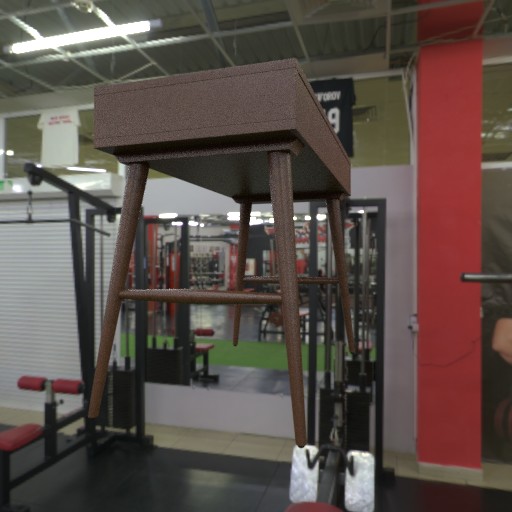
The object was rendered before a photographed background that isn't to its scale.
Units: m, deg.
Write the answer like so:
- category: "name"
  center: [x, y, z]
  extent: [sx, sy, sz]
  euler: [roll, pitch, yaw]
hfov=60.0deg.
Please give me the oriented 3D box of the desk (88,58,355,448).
- category: "desk"
  center: [0.000, 0.000, 1.380]
  extent: [0.510, 0.758, 0.949]
  euler: [0, -1, 18]
